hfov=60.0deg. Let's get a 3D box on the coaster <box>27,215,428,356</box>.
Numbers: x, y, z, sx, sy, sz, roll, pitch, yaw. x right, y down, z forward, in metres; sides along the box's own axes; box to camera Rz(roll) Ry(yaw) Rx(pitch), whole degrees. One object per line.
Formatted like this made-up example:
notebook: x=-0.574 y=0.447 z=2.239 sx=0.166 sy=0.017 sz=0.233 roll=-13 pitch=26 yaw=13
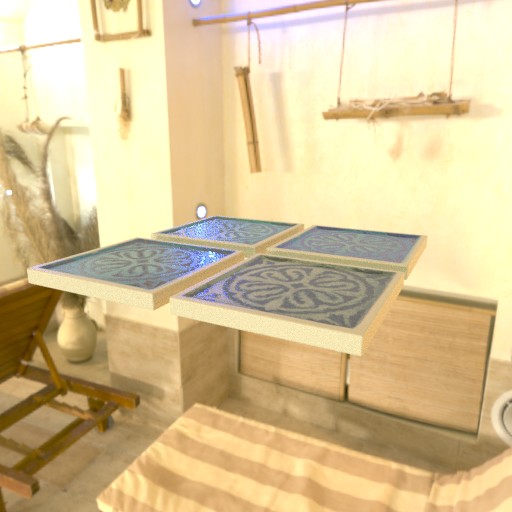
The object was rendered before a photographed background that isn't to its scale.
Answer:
coaster: x=0.000 y=0.000 z=0.329 sx=0.214 sy=0.010 sz=0.219 roll=8 pitch=17 yaw=26
